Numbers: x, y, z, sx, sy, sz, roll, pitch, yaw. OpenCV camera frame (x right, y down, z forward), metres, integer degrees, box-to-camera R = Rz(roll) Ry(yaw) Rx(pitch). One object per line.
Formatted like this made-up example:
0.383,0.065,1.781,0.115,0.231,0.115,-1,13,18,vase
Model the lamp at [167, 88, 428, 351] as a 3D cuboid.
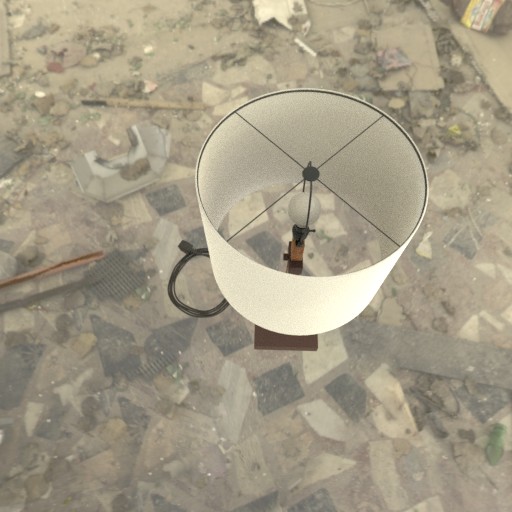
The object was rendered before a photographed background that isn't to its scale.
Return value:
0.000,0.000,0.987,0.525,0.668,0.396,1,63,1,lamp
